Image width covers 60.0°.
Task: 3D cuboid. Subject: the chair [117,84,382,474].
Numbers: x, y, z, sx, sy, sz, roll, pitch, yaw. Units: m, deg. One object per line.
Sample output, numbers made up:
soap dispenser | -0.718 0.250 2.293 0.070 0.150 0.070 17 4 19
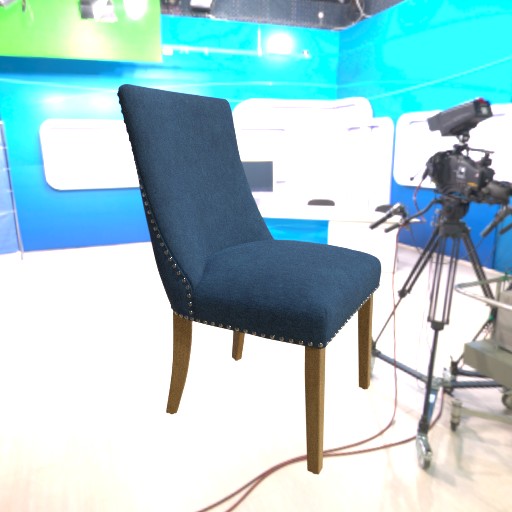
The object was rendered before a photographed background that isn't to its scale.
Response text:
chair | 0.000 0.000 1.253 0.610 0.902 0.495 8 16 28
